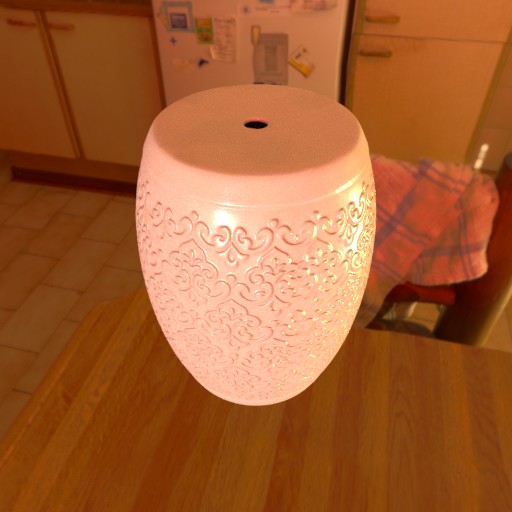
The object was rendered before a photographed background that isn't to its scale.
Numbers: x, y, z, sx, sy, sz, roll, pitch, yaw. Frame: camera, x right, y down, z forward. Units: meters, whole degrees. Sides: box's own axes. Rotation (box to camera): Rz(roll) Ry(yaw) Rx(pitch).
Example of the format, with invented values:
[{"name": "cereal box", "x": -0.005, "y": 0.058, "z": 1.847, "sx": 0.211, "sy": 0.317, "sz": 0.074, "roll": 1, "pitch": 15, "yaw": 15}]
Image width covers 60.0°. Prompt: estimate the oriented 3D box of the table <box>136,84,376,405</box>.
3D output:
[{"name": "table", "x": 0.000, "y": 0.000, "z": 0.620, "sx": 0.309, "sy": 0.397, "sz": 0.309, "roll": 0, "pitch": 42, "yaw": 0}]
